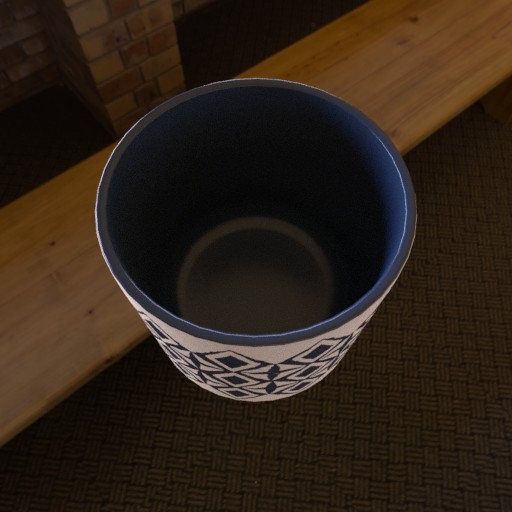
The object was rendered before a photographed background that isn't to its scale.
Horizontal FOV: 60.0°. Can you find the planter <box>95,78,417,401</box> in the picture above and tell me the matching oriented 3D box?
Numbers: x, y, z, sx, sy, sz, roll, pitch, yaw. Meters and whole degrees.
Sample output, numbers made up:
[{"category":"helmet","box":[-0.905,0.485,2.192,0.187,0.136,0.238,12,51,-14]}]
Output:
[{"category":"planter","box":[0.000,0.000,0.324,0.182,0.165,0.182,0,63,0]}]
